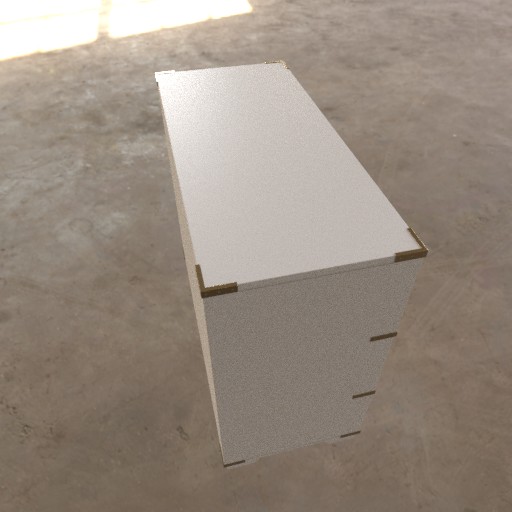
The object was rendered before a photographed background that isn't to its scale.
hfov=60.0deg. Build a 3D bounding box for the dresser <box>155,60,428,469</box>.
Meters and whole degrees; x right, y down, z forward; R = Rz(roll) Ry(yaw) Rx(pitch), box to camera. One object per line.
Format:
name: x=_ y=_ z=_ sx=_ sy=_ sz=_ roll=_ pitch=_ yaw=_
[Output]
dresser: x=0.000 y=0.000 z=1.511 sx=0.460 sy=0.891 sz=1.022 roll=-10 pitch=45 yaw=-10
